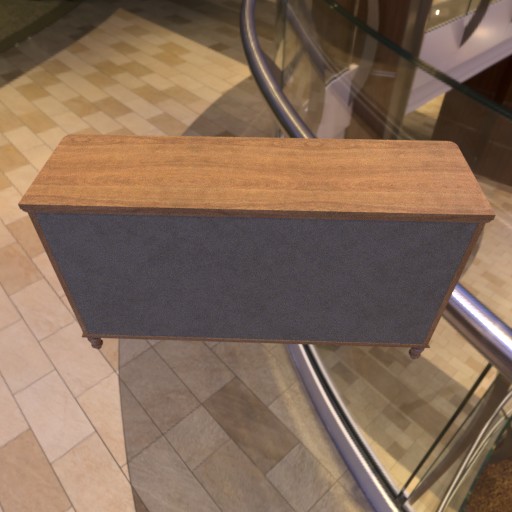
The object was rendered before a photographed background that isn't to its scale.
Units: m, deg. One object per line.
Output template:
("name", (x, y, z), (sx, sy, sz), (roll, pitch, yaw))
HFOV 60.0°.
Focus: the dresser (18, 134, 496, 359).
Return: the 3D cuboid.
("dresser", (0.000, 0.000, 1.945), (1.583, 0.892, 0.468), (1, 45, 1))
